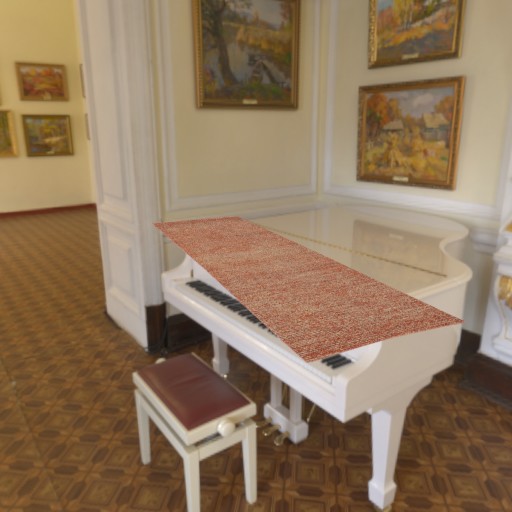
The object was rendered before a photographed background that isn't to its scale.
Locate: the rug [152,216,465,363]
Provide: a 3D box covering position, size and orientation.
[{"bbox_3d":[0.000,0.000,2.583,0.718,0.013,2.353,-7,18,-23],"label":"rug"}]
